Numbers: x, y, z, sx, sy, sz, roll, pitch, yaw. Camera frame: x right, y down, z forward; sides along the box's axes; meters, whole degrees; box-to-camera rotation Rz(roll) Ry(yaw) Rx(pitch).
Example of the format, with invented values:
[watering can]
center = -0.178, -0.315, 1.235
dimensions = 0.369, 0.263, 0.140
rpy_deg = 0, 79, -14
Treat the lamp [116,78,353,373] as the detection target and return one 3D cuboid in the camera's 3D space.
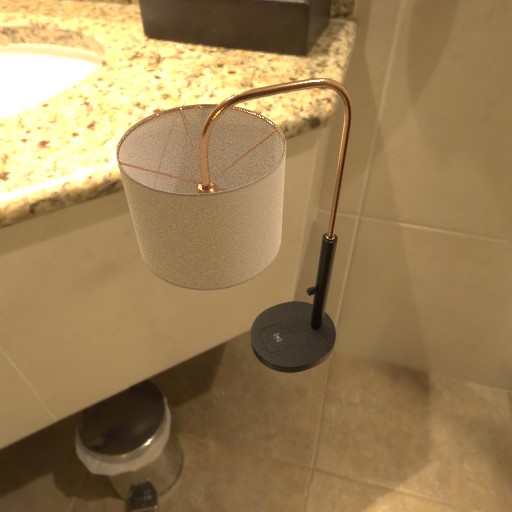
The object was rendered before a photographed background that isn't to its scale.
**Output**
[lamp]
center = 0.000, 0.000, 0.696
dimensions = 0.337, 0.540, 0.199
rpy_deg = -16, 47, -15
